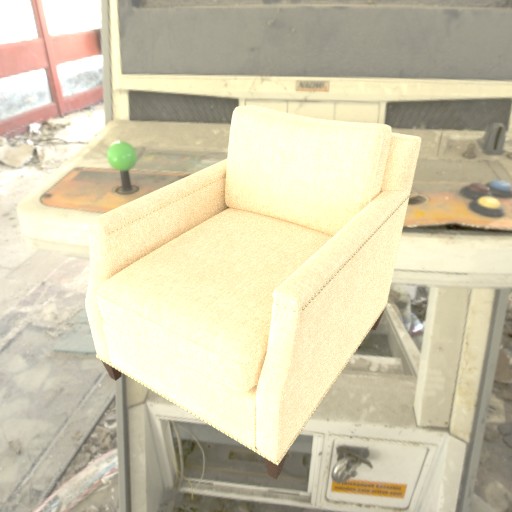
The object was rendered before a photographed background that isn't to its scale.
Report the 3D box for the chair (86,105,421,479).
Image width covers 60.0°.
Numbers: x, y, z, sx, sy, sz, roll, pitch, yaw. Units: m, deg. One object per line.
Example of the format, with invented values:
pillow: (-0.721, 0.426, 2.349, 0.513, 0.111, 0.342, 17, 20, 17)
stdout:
chair: (0.000, 0.000, 1.720, 0.838, 0.940, 1.041, 19, 36, 28)
